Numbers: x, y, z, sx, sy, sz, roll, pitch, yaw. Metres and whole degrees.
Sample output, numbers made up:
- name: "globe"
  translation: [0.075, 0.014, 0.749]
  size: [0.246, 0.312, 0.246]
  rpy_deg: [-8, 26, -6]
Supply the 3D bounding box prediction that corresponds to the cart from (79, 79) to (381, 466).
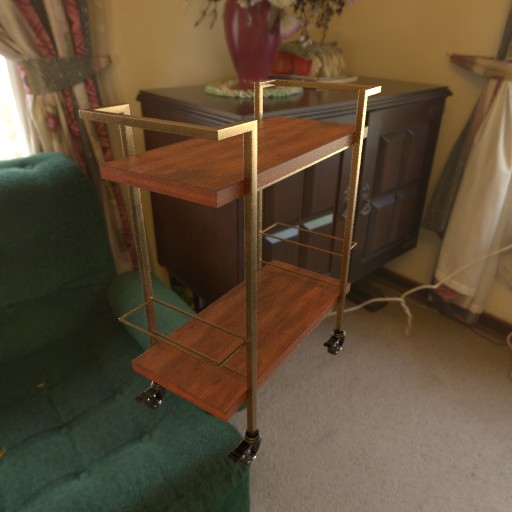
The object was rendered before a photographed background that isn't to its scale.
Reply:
- name: "cart"
  translation: [0.000, 0.000, 1.178]
  size: [0.364, 0.807, 0.695]
  rpy_deg: [17, 32, 30]
